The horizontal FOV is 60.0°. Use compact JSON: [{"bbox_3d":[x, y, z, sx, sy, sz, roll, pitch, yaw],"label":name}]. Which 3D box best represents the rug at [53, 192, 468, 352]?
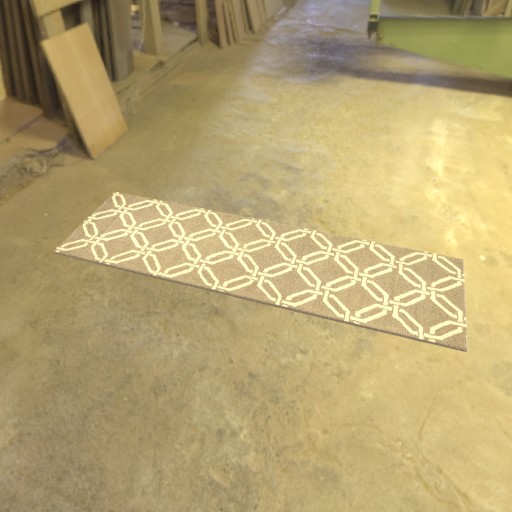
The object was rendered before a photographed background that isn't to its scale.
[{"bbox_3d":[0.000,0.000,2.554,2.276,0.014,0.678,12,42,14],"label":"rug"}]
